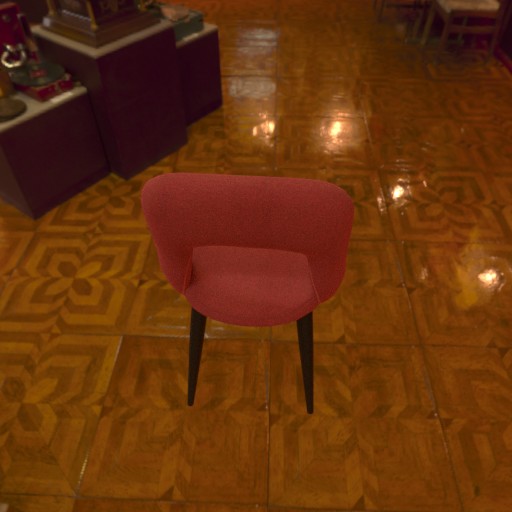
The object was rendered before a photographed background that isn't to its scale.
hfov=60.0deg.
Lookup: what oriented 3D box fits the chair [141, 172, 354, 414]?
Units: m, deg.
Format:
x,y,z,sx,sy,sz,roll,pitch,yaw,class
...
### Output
x,y,z,sx,sy,sz,roll,pitch,yaw,class
0.000,0.000,1.218,0.483,0.892,0.569,3,46,3,chair
